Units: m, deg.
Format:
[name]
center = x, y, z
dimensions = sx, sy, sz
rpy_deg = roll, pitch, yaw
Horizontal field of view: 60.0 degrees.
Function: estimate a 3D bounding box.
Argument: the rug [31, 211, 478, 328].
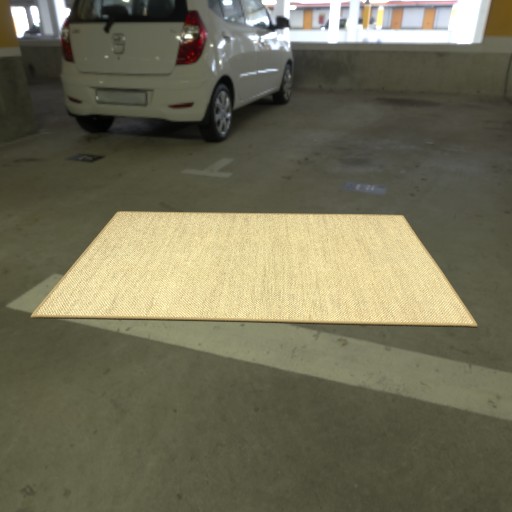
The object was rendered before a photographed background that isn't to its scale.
[rug]
center = 0.000, 0.000, 2.112
dimensions = 1.667, 0.013, 1.062
rpy_deg = 1, 28, 2
